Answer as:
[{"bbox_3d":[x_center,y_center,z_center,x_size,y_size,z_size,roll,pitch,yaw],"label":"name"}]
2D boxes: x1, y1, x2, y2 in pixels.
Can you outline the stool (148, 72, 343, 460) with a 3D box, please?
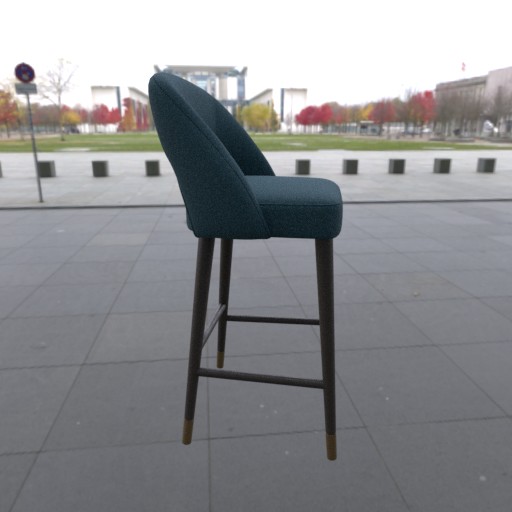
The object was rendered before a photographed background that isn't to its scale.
[{"bbox_3d":[0.000,0.000,1.342,0.522,1.032,0.536,2,16,8],"label":"stool"}]
